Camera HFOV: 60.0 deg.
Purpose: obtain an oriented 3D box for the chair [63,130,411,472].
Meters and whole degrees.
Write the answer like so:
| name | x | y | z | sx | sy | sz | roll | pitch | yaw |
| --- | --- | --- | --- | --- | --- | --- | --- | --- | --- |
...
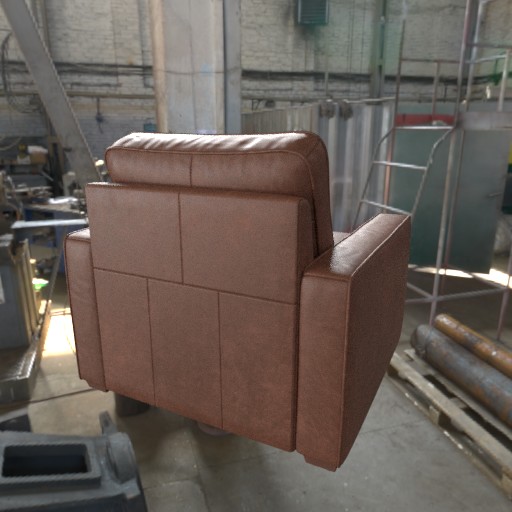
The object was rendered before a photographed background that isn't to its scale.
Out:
| name | x | y | z | sx | sy | sz | roll | pitch | yaw |
| --- | --- | --- | --- | --- | --- | --- | --- | --- | --- |
| chair | 0.000 | 0.000 | 1.686 | 1.017 | 0.919 | 0.940 | 8 | 18 | 26 |
